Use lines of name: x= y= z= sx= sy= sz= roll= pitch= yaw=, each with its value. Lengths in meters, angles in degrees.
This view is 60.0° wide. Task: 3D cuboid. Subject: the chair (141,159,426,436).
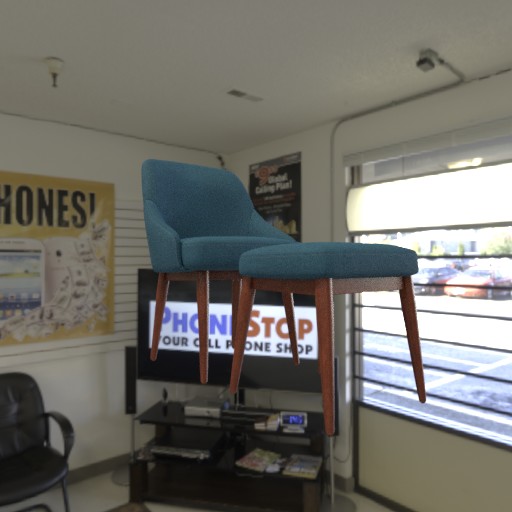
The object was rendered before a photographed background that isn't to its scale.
chair: x=0.000 y=0.000 z=1.616 sx=0.584 sy=0.866 sz=1.114 roll=0 pitch=0 yaw=-37
